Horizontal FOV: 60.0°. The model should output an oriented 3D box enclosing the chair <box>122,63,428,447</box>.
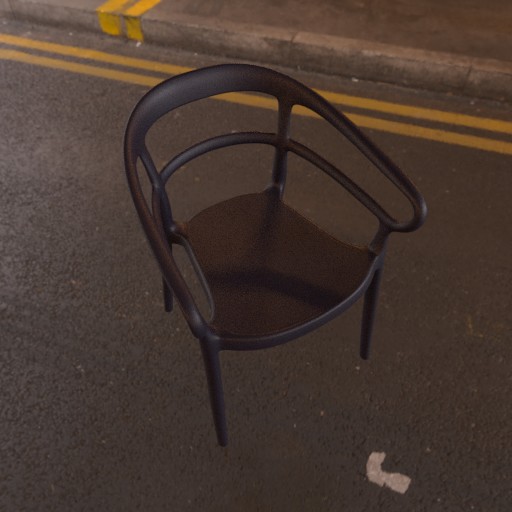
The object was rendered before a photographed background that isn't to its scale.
[{"bbox_3d":[0.000,0.000,1.130,0.559,0.761,0.527,-24,52,-21],"label":"chair"}]
